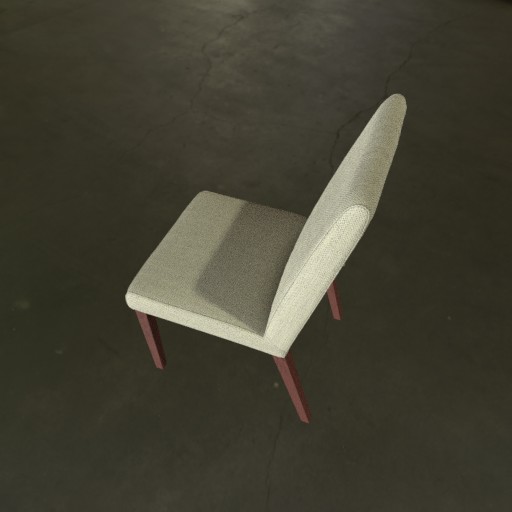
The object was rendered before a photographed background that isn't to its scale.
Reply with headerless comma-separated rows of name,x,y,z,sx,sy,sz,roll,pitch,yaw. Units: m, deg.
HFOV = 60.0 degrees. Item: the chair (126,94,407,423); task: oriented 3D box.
chair,0.000,0.000,1.258,0.594,0.900,0.480,16,49,14
